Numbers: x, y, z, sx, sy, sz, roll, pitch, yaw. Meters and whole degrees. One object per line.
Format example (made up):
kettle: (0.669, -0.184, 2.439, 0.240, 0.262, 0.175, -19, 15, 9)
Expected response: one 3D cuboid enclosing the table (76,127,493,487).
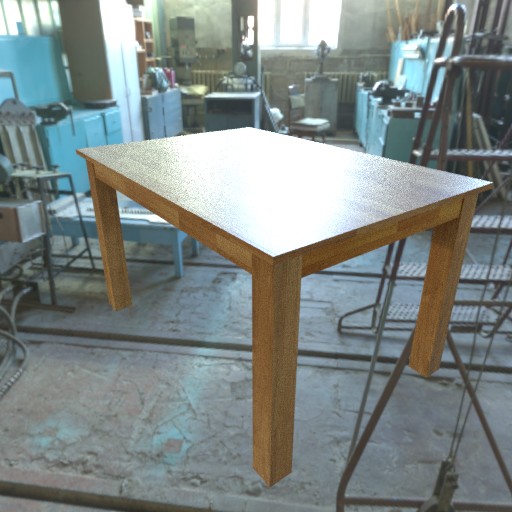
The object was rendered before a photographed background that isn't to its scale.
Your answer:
table: (0.000, 0.000, 1.786, 0.900, 0.750, 1.300, -18, 31, -33)
